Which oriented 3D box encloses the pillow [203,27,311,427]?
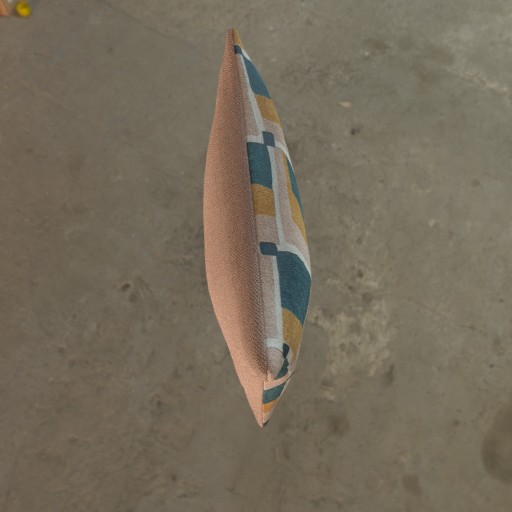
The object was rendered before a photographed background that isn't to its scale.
[{"bbox_3d":[0.000,0.000,0.718,0.158,0.479,0.478,-5,64,-2],"label":"pillow"}]
